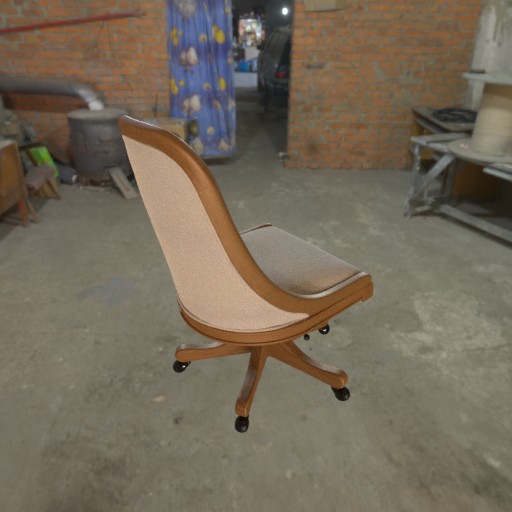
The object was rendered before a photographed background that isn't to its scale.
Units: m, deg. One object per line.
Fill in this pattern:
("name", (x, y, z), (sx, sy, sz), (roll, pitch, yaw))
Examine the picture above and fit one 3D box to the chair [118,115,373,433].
("chair", (0.000, 0.000, 1.551), (0.811, 1.009, 0.702), (-19, 33, -32))
